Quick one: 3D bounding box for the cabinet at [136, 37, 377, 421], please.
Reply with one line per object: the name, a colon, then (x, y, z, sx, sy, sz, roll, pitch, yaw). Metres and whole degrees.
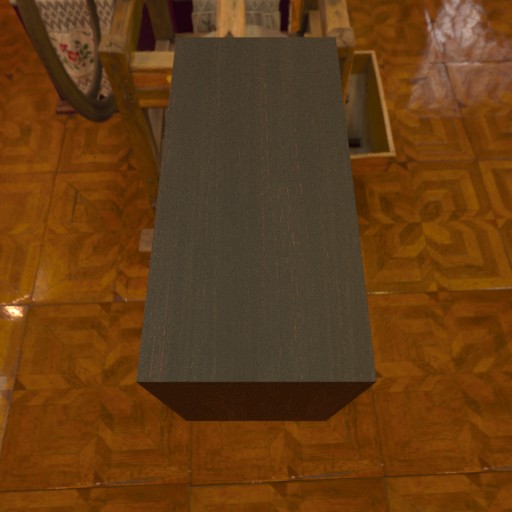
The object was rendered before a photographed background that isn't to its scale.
cabinet: (0.000, 0.000, 1.423, 0.451, 0.860, 0.950, 0, 64, 0)
